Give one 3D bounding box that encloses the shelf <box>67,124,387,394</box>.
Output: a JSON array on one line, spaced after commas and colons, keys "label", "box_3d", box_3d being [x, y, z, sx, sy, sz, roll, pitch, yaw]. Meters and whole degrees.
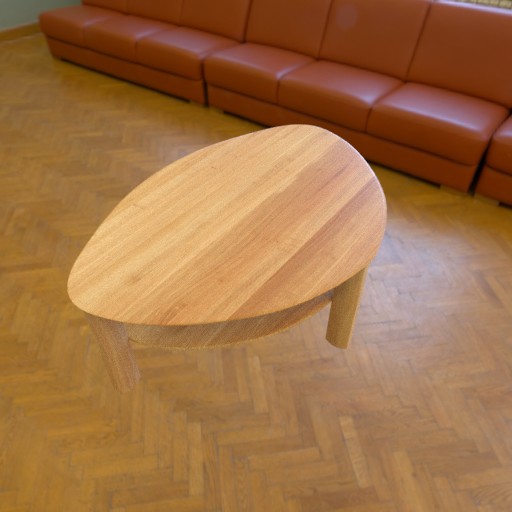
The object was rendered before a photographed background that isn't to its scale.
[{"label": "shelf", "box_3d": [0.000, 0.000, 1.615, 0.845, 0.440, 1.246, 26, 48, 26]}]
